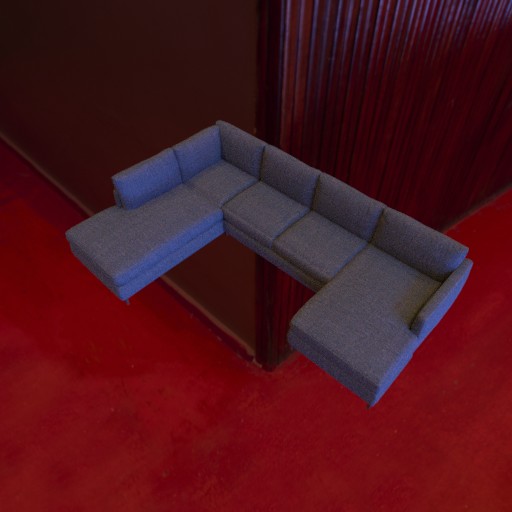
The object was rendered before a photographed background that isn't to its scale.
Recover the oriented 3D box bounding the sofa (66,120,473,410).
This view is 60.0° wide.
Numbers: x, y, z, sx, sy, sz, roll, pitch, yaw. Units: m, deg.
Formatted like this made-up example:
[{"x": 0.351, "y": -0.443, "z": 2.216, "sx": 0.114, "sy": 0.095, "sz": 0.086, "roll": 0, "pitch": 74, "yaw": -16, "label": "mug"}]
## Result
[{"x": 0.000, "y": 0.000, "z": 3.569, "sx": 2.737, "sy": 0.753, "sz": 1.879, "roll": 34, "pitch": 56, "yaw": 28, "label": "sofa"}]
